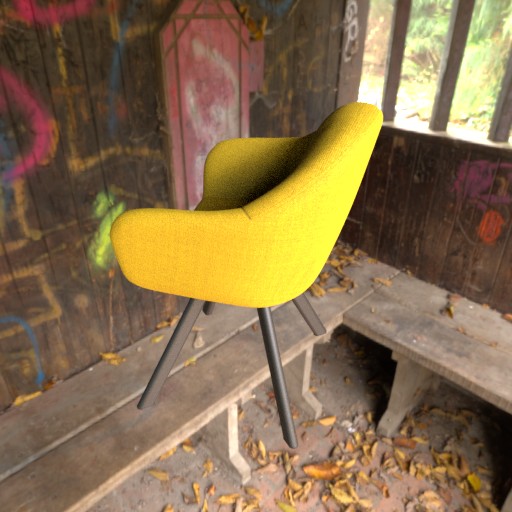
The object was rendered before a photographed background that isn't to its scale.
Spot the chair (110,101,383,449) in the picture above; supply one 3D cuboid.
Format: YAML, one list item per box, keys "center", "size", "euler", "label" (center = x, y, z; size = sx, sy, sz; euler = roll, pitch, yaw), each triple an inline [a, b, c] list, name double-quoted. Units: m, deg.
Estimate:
- center: [0.000, 0.000, 1.171]
  size: [0.550, 0.795, 0.590]
  euler: [8, 31, 14]
  label: "chair"
